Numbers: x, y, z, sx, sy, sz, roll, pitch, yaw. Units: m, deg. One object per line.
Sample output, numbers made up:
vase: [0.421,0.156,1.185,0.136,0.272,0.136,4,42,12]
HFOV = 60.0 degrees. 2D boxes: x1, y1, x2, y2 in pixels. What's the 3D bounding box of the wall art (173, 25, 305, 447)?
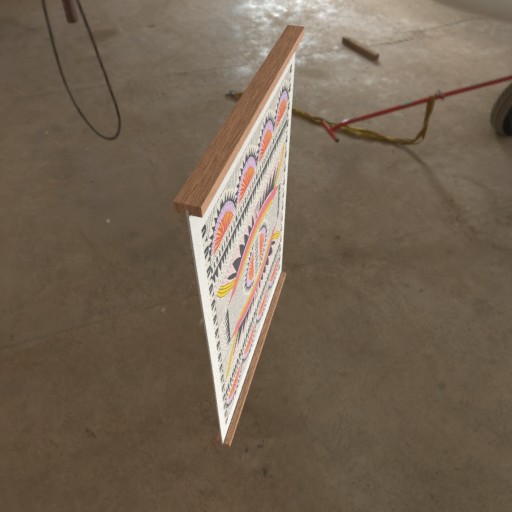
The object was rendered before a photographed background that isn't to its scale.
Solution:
wall art: [0.000,0.000,0.781,0.028,0.609,0.456,12,48,11]
